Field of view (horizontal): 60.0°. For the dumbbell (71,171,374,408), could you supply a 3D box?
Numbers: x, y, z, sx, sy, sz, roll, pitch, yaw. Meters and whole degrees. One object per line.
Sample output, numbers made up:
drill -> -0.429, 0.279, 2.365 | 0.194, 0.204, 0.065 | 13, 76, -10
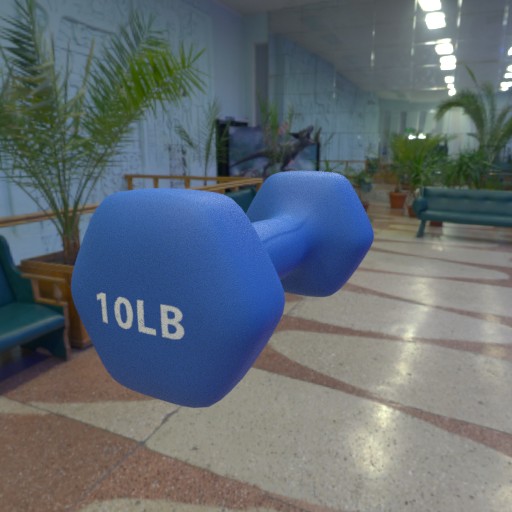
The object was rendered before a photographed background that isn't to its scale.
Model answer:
dumbbell -> 0.000, 0.000, 0.267 | 0.103, 0.093, 0.212 | 7, 16, 27
